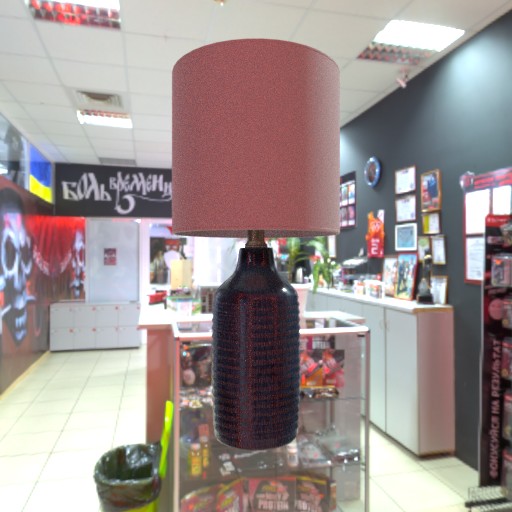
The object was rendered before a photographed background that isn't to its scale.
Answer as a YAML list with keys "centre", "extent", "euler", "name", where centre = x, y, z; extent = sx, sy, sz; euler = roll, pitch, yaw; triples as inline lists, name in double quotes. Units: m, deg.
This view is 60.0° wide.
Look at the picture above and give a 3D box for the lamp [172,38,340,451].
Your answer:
- centre: [0.000, 0.000, 0.593]
  extent: [0.220, 0.475, 0.220]
  euler: [0, 0, 19]
  name: "lamp"
